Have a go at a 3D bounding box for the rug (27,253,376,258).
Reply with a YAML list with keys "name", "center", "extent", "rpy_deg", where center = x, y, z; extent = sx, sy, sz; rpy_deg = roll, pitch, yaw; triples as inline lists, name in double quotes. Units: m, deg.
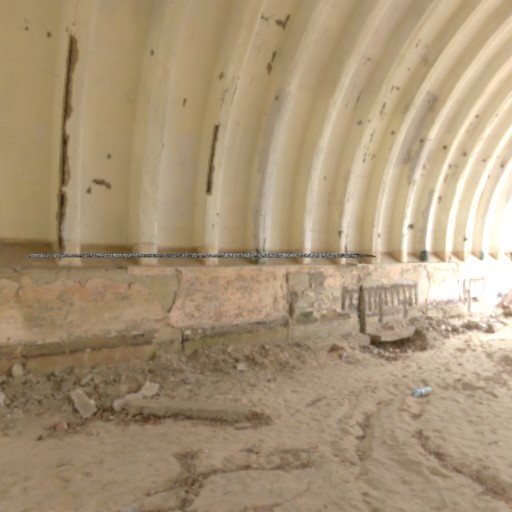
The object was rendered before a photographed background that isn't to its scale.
- name: "rug"
  center: [0.000, 0.000, 3.049]
  extent: [1.538, 0.021, 2.443]
  rpy_deg: [0, 0, 17]
